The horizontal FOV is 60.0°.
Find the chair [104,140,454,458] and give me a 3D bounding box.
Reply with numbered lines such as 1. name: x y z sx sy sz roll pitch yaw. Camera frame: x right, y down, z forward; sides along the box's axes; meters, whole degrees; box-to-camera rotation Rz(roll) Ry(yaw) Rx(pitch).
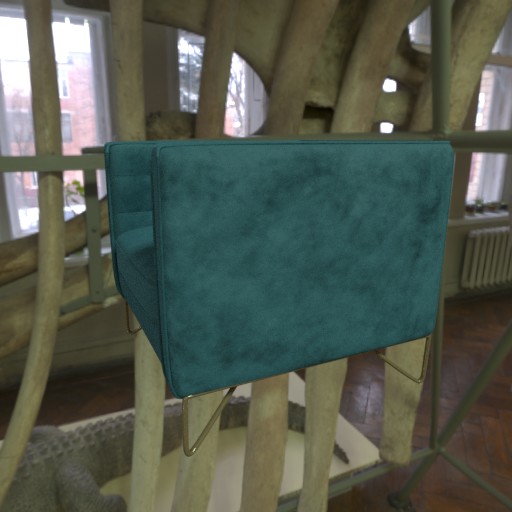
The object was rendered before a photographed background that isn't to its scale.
1. chair: 0.000 0.000 1.560 0.894 0.790 0.880 -7 16 -25
